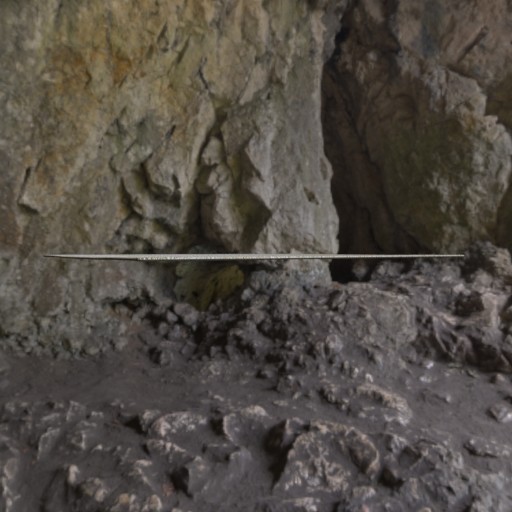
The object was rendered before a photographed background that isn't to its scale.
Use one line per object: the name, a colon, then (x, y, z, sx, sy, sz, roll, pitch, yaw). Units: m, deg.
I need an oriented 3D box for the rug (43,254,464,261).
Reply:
rug: (0.000, 0.000, 2.918, 2.270, 0.017, 1.606, 0, 1, -37)
